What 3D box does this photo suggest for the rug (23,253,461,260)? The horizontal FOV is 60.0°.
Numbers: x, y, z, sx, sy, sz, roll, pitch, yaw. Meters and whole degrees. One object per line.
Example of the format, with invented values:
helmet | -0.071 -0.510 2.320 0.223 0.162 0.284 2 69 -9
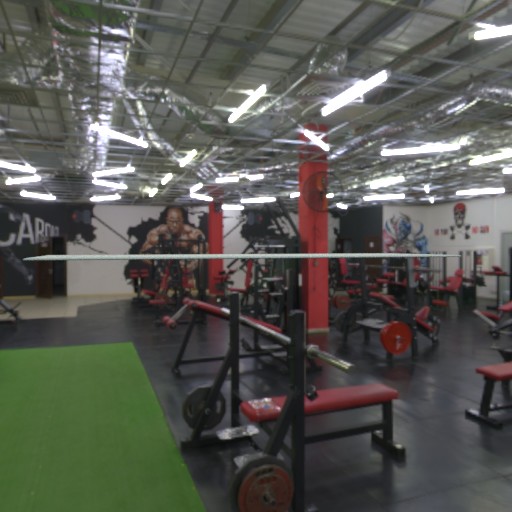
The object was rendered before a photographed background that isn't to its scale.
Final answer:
rug | 0.000 0.000 2.443 2.196 0.011 0.662 0 1 -18
